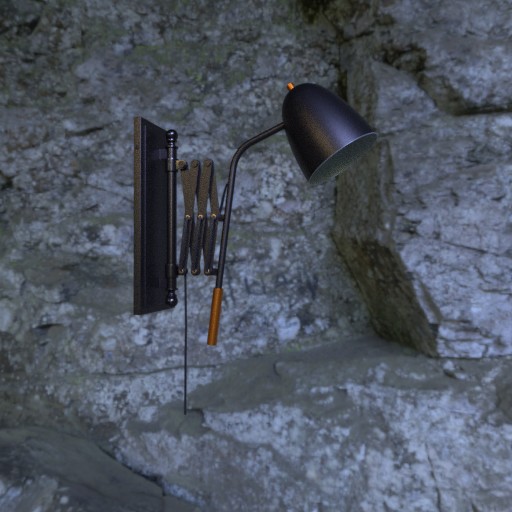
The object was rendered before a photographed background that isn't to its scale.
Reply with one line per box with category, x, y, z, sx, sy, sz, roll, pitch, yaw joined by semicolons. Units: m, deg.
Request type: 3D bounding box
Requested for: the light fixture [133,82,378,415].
light fixture;0.000;0.000;0.938;0.499;0.715;0.162;0;0;18
